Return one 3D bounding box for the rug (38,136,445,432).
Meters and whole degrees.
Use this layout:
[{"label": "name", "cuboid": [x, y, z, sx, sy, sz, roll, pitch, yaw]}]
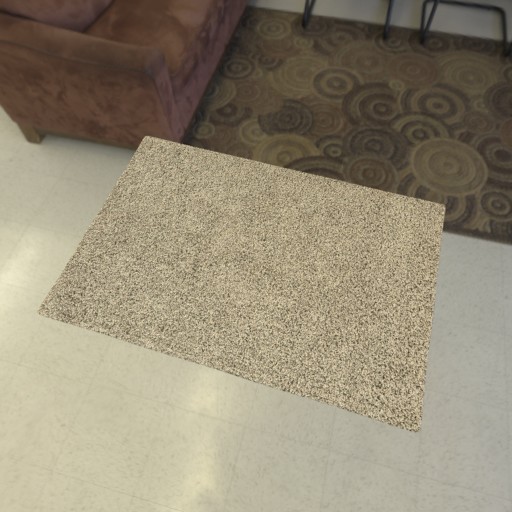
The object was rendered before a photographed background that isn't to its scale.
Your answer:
[{"label": "rug", "cuboid": [0.000, 0.000, 2.244, 1.778, 0.030, 1.219, 15, 60, 9]}]
